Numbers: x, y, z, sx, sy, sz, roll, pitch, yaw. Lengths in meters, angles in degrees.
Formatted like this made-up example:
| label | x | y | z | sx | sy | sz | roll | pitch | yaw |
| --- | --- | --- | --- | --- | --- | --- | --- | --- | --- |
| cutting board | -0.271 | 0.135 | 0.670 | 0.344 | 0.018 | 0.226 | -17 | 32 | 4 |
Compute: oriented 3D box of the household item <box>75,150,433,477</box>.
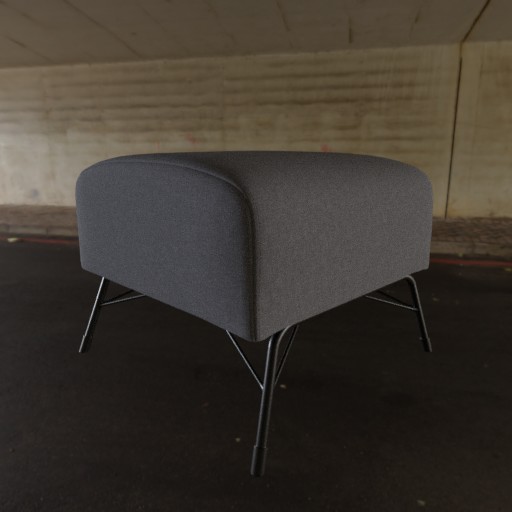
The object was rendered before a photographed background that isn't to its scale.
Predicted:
| label | x | y | z | sx | sy | sz | roll | pitch | yaw |
| --- | --- | --- | --- | --- | --- | --- | --- | --- | --- |
| household item | 0.000 | 0.000 | 0.886 | 0.530 | 0.410 | 0.530 | 13 | 19 | 43 |
